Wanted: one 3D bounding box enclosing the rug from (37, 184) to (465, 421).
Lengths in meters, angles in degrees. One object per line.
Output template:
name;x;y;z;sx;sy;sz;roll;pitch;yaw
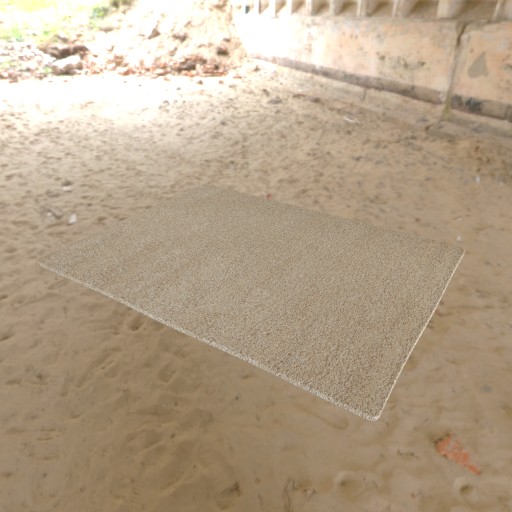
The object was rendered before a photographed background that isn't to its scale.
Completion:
rug;0.000;0.000;2.054;1.600;0.025;1.199;18;34;29
